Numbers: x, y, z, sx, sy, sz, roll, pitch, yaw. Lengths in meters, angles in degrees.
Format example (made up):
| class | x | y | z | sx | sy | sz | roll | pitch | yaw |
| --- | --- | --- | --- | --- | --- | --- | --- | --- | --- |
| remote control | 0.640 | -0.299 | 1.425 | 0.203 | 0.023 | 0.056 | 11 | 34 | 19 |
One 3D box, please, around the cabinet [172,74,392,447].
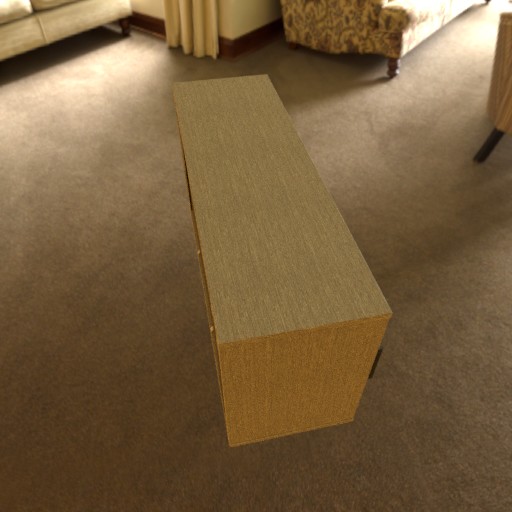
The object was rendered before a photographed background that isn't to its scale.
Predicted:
| class | x | y | z | sx | sy | sz | roll | pitch | yaw |
| --- | --- | --- | --- | --- | --- | --- | --- | --- | --- |
| cabinet | 0.000 | 0.000 | 1.603 | 0.405 | 0.787 | 1.194 | -9 | 47 | -8 |
